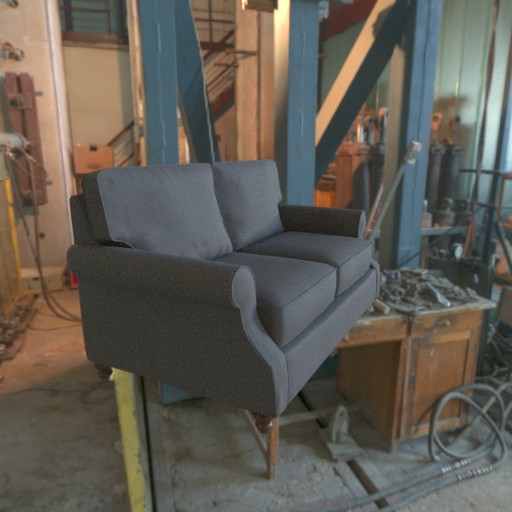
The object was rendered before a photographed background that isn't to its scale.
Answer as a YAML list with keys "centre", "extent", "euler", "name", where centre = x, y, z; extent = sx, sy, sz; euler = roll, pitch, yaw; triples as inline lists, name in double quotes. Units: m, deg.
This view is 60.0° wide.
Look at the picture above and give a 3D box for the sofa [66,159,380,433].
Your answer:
- centre: [0.000, 0.000, 2.280]
  extent: [0.964, 0.937, 1.665]
  euler: [7, 16, 27]
  name: "sofa"
